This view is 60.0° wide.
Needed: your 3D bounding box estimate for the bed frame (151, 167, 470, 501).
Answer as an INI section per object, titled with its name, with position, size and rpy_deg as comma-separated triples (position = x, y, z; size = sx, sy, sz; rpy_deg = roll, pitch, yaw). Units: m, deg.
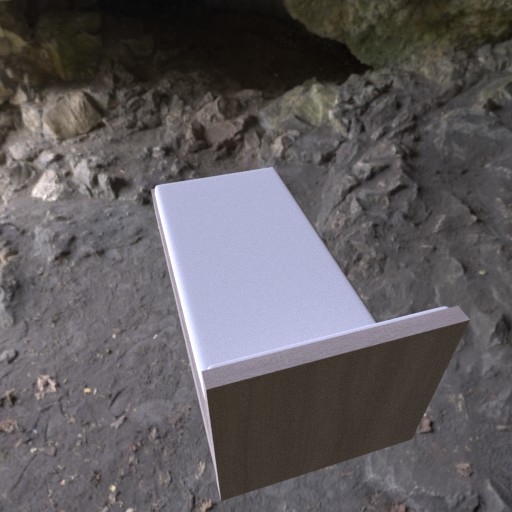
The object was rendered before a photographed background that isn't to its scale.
[bed frame]
position = 0.000, 0.000, 2.590
size = 0.990, 0.920, 2.140
rpy_deg = -11, 43, -13
